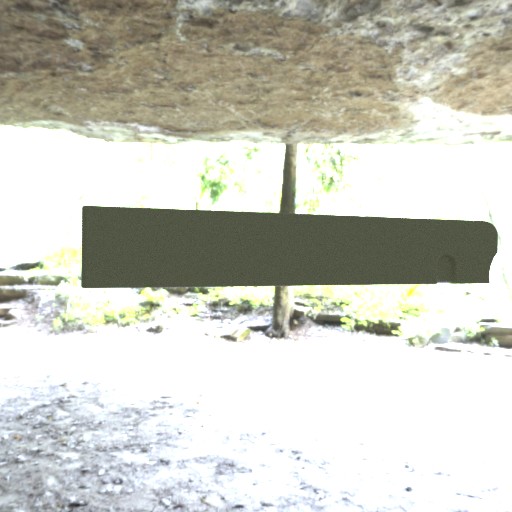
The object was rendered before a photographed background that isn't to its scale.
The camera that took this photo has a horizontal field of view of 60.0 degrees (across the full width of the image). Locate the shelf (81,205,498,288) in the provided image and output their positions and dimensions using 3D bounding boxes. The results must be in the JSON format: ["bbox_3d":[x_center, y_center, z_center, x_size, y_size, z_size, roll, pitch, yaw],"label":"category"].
[{"bbox_3d":[0.000,0.000,0.456,0.310,0.050,0.310,0,-2,-17],"label":"shelf"}]
